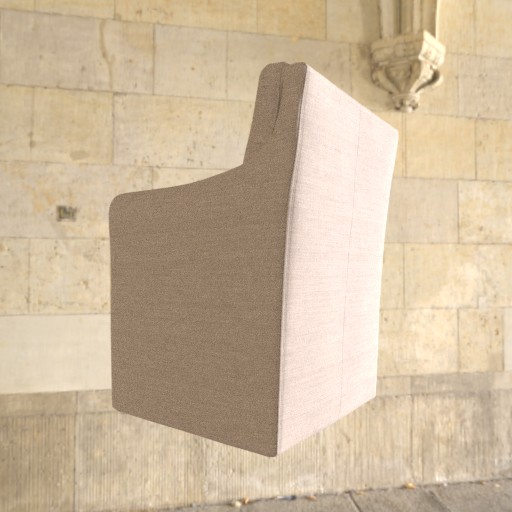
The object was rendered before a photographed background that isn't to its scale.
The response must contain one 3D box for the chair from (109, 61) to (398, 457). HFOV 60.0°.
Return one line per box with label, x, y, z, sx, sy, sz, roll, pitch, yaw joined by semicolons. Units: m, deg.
chair;0.000;0.000;1.358;0.694;0.914;0.626;-1;-2;37
